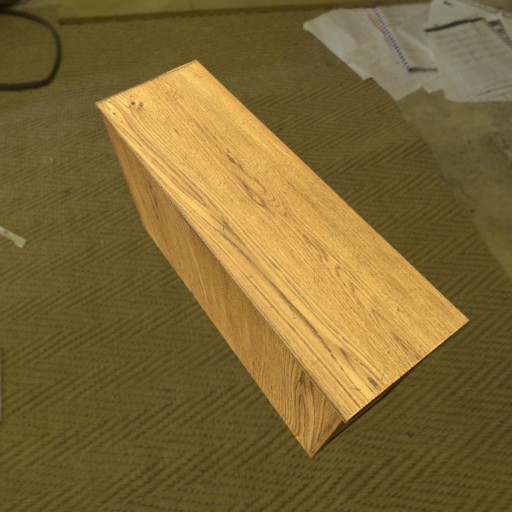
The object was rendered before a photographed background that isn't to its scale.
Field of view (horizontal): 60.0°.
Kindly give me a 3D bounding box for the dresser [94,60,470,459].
[{"bbox_3d":[0.000,0.000,2.086,0.563,0.932,1.657,-32,64,-18],"label":"dresser"}]
